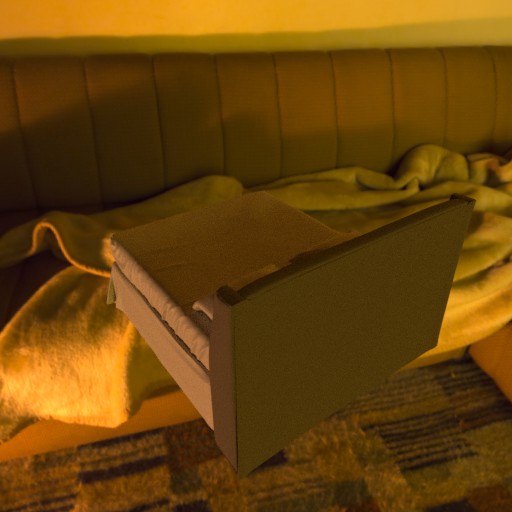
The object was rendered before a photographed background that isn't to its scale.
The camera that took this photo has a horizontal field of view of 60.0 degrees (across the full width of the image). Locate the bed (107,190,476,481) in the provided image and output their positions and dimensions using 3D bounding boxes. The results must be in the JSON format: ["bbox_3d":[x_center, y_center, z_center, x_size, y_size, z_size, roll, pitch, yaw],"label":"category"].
[{"bbox_3d":[0.000,0.000,3.491,1.925,1.332,2.276,-21,37,-30],"label":"bed"}]
